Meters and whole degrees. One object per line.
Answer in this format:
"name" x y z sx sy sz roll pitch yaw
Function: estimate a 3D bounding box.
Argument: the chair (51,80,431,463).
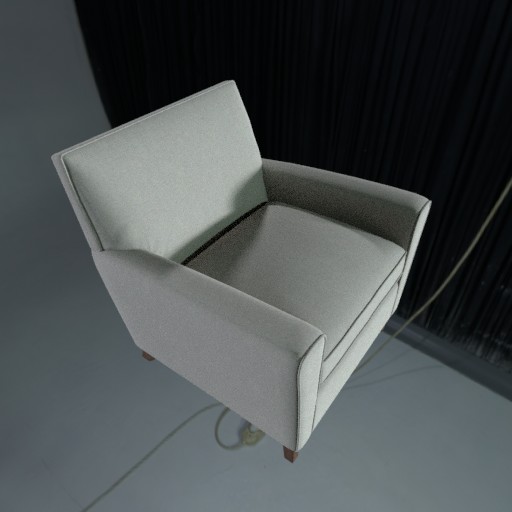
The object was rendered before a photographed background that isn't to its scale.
"chair" 0.000 0.000 1.538 0.871 0.846 0.840 25 46 27
